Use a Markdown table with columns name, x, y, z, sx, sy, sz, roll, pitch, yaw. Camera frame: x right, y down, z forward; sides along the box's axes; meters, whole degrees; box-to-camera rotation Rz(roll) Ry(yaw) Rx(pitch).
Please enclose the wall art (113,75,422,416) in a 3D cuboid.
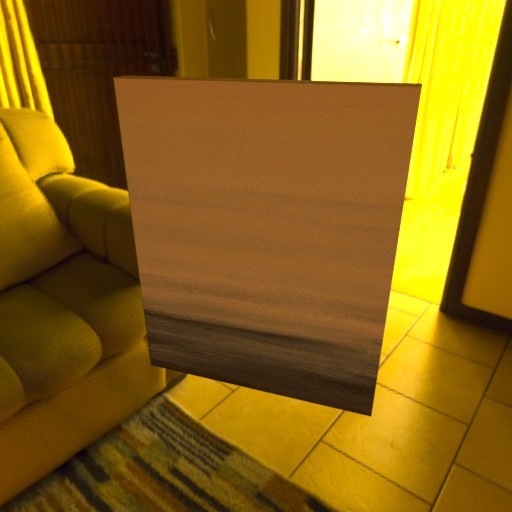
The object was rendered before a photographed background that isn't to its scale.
| name | x | y | z | sx | sy | sz | roll | pitch | yaw |
| --- | --- | --- | --- | --- | --- | --- | --- | --- | --- |
| wall art | 0.000 | 0.000 | 0.822 | 0.489 | 0.608 | 0.040 | 8 | 27 | 16 |
